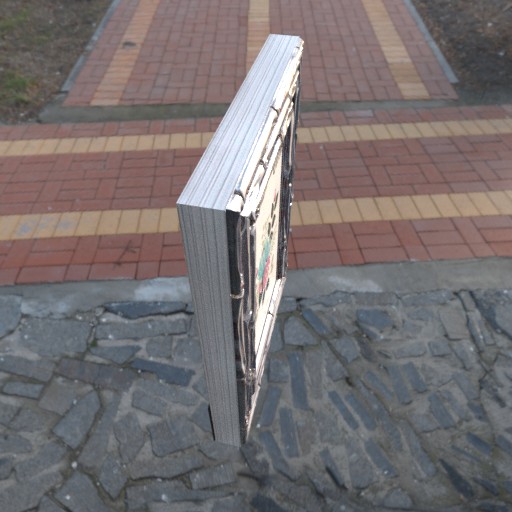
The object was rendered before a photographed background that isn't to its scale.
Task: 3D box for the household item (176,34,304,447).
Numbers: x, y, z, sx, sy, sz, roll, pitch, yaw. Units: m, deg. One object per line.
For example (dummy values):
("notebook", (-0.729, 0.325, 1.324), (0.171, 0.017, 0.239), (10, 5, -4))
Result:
("household item", (0.000, 0.000, 0.289), (0.025, 0.216, 0.165), (9, 47, 9))
